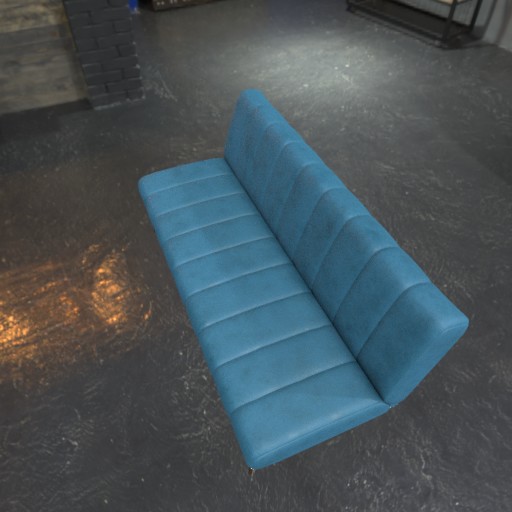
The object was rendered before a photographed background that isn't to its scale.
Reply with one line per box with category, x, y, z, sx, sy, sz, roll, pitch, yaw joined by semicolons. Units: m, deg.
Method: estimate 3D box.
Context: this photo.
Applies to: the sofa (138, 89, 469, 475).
sofa;0.000;0.000;2.238;0.830;0.825;1.810;-17;50;-16
